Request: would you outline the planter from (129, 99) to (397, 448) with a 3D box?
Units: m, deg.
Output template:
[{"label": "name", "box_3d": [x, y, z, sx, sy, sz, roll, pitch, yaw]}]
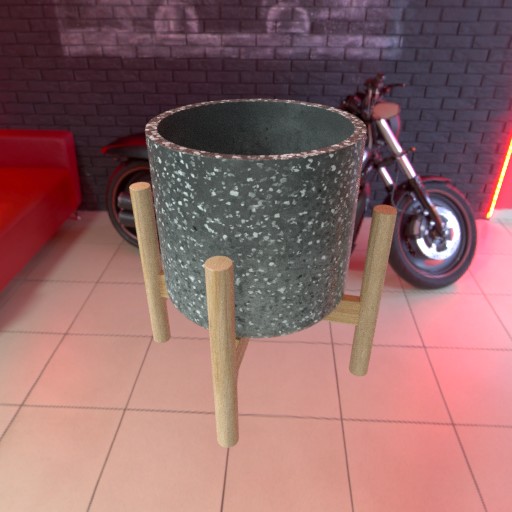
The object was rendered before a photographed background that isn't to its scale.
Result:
[{"label": "planter", "box_3d": [0.000, 0.000, 0.538, 0.284, 0.320, 0.284, 21, 37, 30]}]
